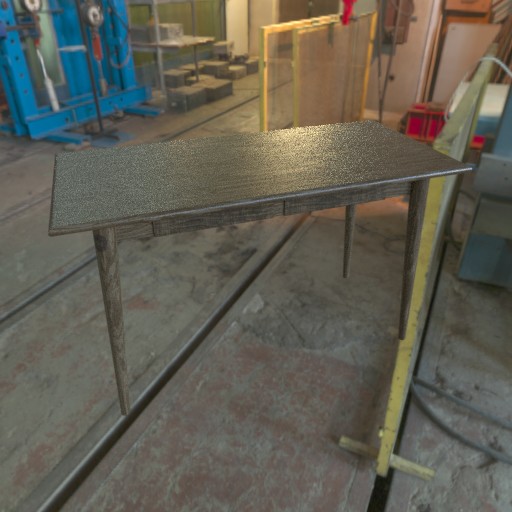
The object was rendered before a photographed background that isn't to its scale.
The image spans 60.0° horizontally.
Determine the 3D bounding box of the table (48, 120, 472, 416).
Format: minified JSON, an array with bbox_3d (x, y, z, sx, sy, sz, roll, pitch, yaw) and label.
[{"bbox_3d":[0.000,0.000,1.719,1.300,0.780,0.599,-11,34,-16],"label":"table"}]
